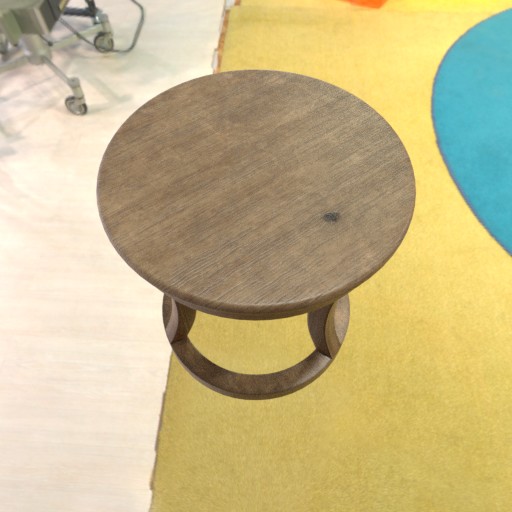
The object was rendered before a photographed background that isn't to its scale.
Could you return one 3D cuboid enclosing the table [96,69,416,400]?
[{"bbox_3d":[0.000,0.000,0.797,0.432,0.460,0.432,0,58,0],"label":"table"}]
